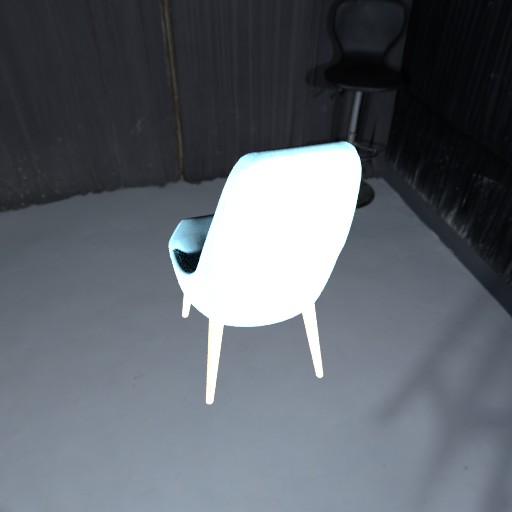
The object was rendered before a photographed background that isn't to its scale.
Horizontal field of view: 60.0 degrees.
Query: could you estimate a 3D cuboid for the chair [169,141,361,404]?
[{"bbox_3d":[0.000,0.000,1.379,0.510,1.040,0.660,-10,42,-11],"label":"chair"}]
